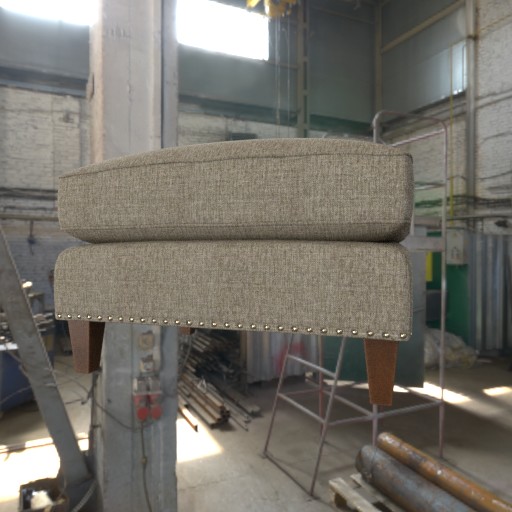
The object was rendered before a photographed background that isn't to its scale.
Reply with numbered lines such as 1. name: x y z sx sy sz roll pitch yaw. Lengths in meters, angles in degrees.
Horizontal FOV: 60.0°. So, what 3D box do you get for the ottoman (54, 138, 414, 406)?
1. ottoman: 0.000 0.000 1.113 0.741 0.513 0.584 0 1 19
